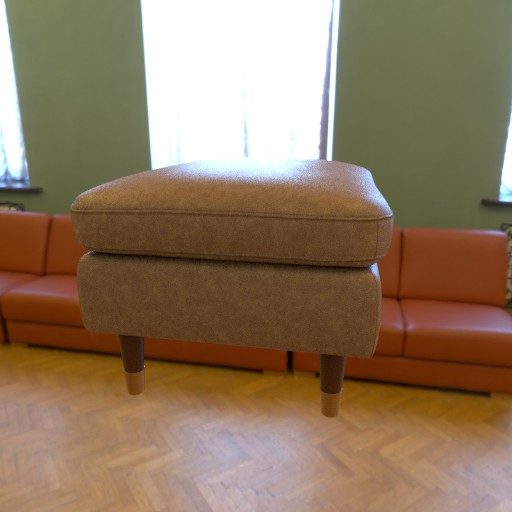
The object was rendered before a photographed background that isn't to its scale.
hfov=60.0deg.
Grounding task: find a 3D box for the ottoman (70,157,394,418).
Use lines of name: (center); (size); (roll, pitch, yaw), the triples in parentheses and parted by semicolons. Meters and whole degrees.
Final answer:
ottoman: (0.000, 0.000, 1.127); (0.593, 0.478, 0.747); (3, 16, 10)
